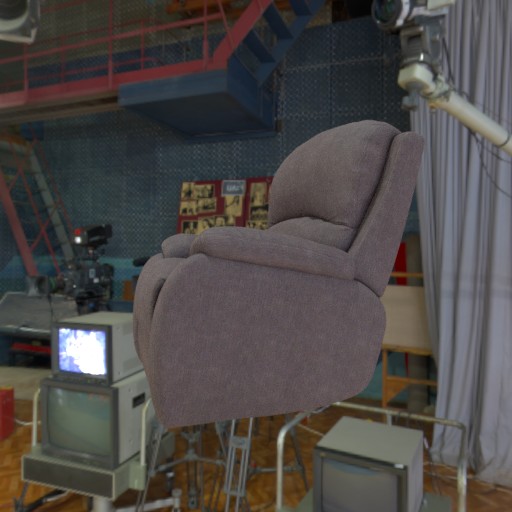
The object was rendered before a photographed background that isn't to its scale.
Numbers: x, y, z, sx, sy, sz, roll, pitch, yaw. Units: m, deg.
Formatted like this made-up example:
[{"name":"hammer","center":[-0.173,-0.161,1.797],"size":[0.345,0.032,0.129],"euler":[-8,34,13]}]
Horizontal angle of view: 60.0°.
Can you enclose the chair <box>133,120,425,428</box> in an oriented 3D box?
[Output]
[{"name":"chair","center":[0.000,0.000,1.728],"size":[0.899,1.011,0.930],"euler":[0,1,-19]}]
